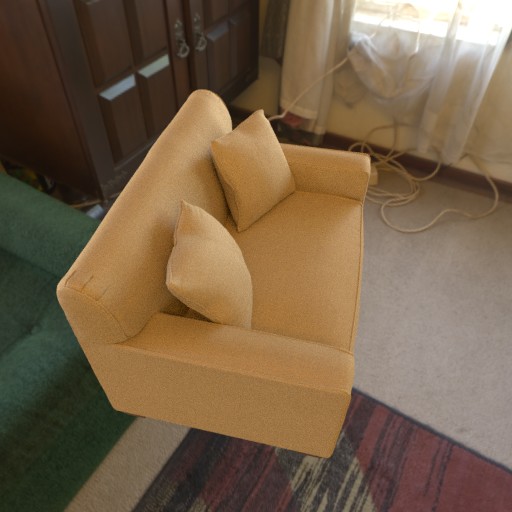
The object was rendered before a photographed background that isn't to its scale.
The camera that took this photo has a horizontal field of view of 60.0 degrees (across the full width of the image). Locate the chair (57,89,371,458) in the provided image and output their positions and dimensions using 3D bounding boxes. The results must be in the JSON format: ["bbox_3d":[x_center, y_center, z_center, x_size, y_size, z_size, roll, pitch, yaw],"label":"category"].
[{"bbox_3d":[0.000,0.000,2.041,1.000,0.948,1.383,9,47,9],"label":"chair"}]
